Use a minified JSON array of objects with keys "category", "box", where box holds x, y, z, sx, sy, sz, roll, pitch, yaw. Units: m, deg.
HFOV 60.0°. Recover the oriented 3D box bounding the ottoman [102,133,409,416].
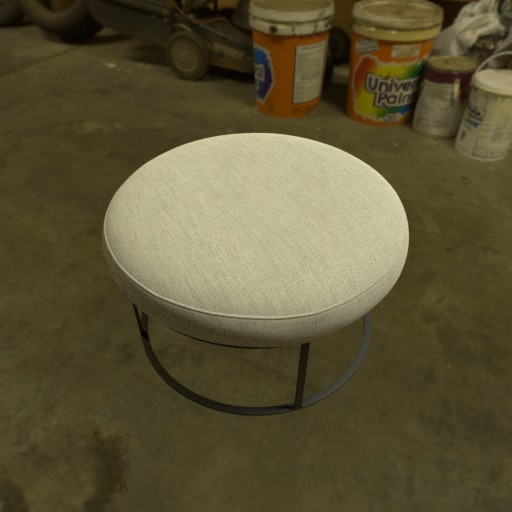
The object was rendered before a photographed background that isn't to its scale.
[{"category":"ottoman","box":[0.000,0.000,1.234,0.769,0.459,0.769,0,42,0]}]
